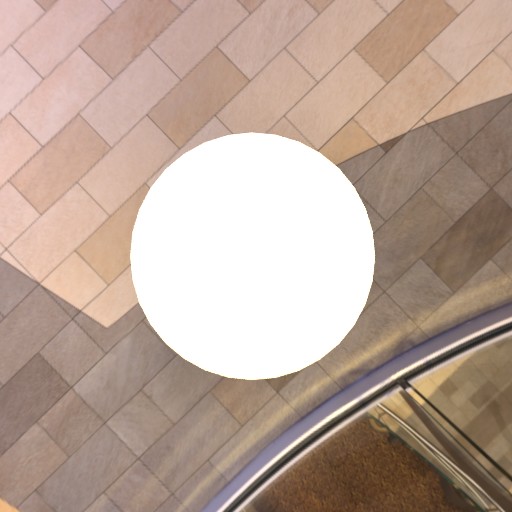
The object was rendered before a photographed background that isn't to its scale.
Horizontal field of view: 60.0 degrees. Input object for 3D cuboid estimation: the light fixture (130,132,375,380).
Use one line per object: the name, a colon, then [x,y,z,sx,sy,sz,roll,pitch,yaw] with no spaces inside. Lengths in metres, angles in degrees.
light fixture: [0.000,0.000,0.401,0.199,0.254,0.199,0,90,1]
